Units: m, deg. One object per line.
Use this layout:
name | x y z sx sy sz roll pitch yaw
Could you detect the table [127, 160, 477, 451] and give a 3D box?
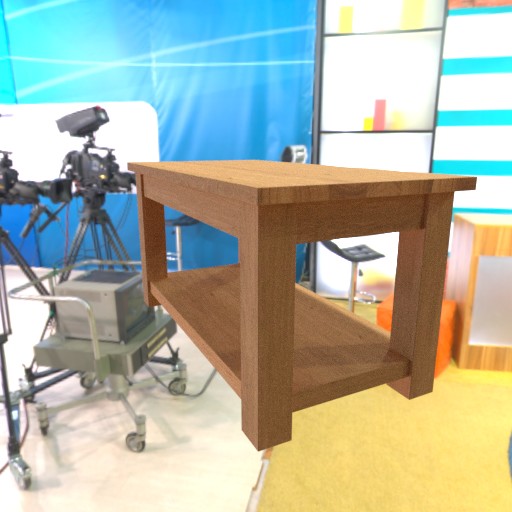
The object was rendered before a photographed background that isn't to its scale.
table | 0.000 0.000 1.153 0.450 0.452 0.899 -7 16 -26
